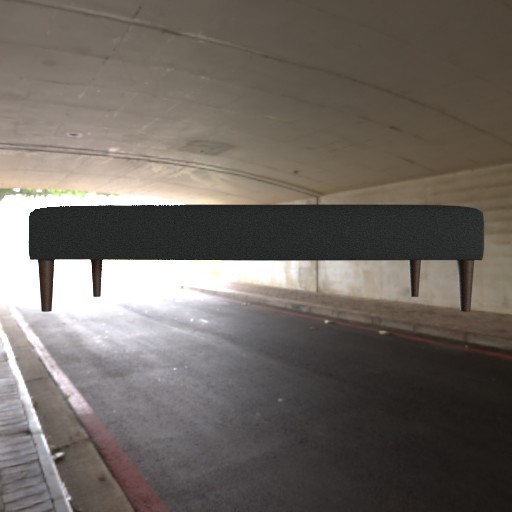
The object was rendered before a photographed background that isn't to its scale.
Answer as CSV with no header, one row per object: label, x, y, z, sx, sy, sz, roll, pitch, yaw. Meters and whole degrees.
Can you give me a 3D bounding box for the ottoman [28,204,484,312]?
ottoman,0.000,0.000,1.852,1.609,0.393,0.646,0,1,0
